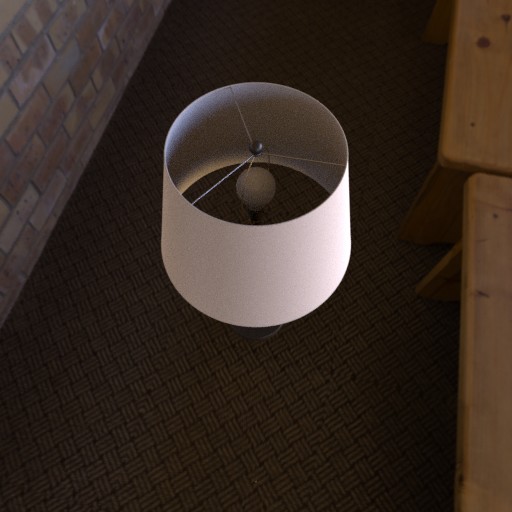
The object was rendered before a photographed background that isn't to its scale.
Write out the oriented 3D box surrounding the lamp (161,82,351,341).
[{"bbox_3d":[0.000,0.000,0.928,0.363,0.696,0.363,0,63,0],"label":"lamp"}]
